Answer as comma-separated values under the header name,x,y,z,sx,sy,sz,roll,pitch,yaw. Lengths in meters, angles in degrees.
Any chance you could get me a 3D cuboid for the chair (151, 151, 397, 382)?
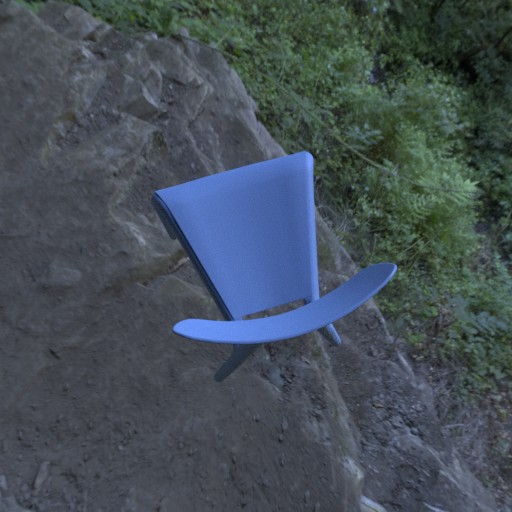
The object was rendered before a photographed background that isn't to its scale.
name,x,y,z,sx,sy,sz,roll,pitch,yaw
chair,0.000,0.000,0.842,0.356,0.580,0.401,-16,75,-4
